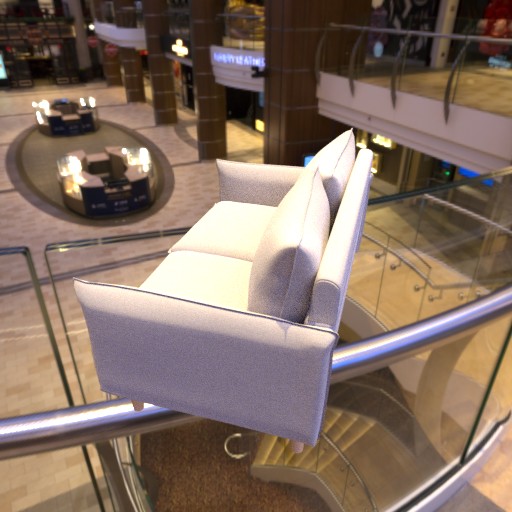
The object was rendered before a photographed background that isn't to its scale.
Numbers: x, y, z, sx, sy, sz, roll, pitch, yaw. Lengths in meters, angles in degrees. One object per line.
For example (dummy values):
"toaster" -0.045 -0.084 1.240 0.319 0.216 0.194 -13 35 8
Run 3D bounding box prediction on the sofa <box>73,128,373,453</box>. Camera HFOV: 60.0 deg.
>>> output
"sofa" 0.000 0.000 1.836 0.820 0.840 1.300 9 31 15
